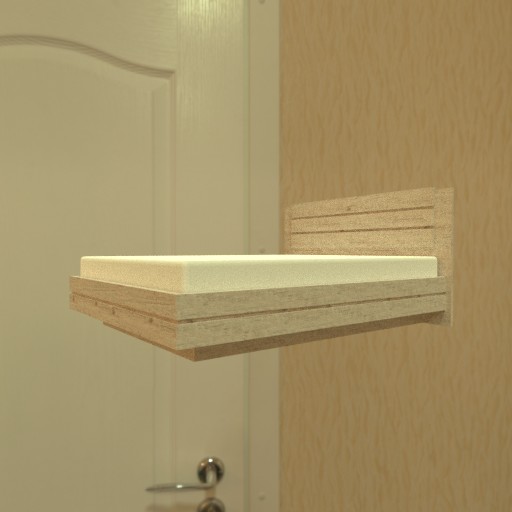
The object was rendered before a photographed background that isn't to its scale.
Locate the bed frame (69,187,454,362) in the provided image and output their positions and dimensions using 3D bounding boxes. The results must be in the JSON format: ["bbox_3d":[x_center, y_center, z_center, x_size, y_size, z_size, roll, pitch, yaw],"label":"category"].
[{"bbox_3d":[0.000,0.000,3.123,2.080,0.970,1.750,-1,1,-37],"label":"bed frame"}]
